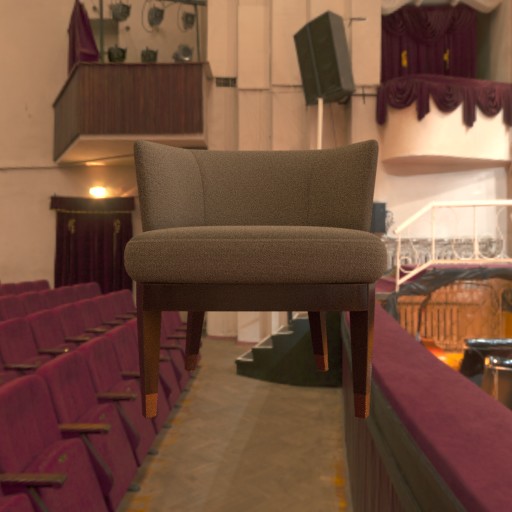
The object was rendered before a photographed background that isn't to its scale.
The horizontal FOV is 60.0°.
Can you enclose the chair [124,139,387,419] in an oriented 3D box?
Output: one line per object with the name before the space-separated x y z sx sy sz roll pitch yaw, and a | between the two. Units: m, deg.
chair | 0.000 0.000 1.290 0.700 0.760 0.660 0 0 0
